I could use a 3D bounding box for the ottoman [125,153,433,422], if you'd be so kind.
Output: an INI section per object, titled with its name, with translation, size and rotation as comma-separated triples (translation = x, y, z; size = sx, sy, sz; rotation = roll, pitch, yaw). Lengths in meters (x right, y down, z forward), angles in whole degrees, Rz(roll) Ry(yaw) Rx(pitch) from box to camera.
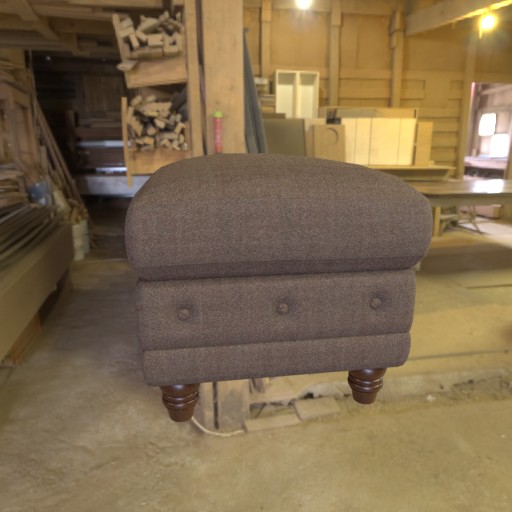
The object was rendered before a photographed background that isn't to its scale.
[ottoman]
translation = 0.000, 0.000, 1.239
size = 0.599, 0.555, 0.809
rotation = -2, 14, -9
